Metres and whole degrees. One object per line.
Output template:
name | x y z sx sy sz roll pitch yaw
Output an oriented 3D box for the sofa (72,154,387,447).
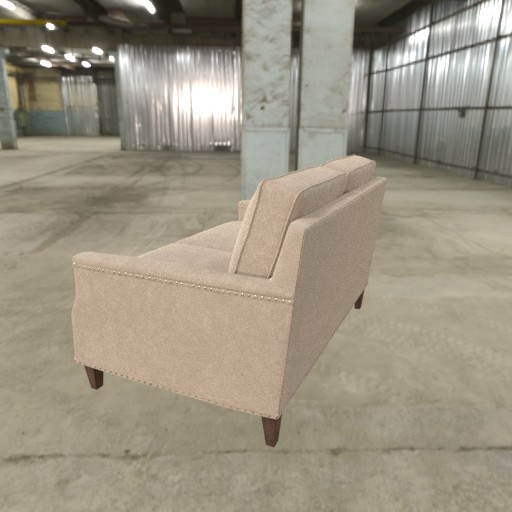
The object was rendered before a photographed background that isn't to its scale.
sofa | 0.000 0.000 2.350 1.084 1.002 1.597 8 18 24
